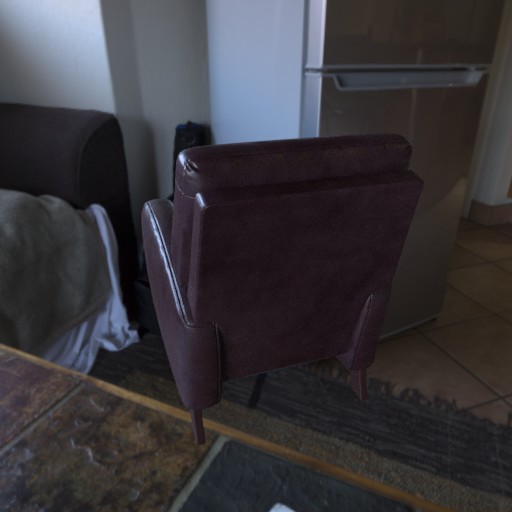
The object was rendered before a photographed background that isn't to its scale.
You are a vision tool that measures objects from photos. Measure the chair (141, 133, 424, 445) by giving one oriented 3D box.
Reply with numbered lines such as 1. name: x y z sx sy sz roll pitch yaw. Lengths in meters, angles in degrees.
1. chair: 0.000 0.000 1.657 0.762 0.990 0.990 -9 27 -17
